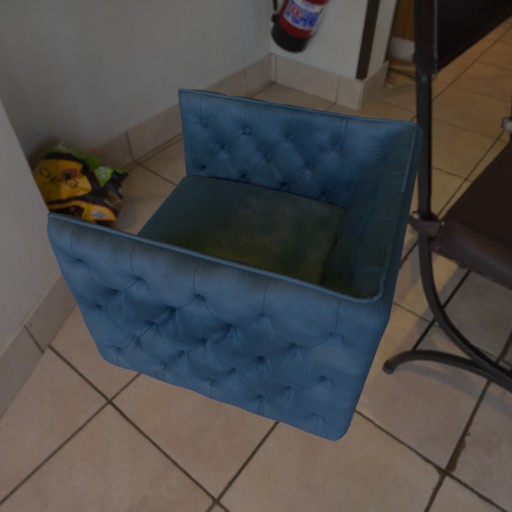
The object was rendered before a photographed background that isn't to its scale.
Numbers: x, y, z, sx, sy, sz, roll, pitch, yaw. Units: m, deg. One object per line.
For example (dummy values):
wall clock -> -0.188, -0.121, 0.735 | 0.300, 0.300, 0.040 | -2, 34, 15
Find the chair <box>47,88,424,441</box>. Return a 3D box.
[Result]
chair -> 0.000, 0.000, 1.527 | 0.877, 0.771, 0.868 | 15, 48, 14
